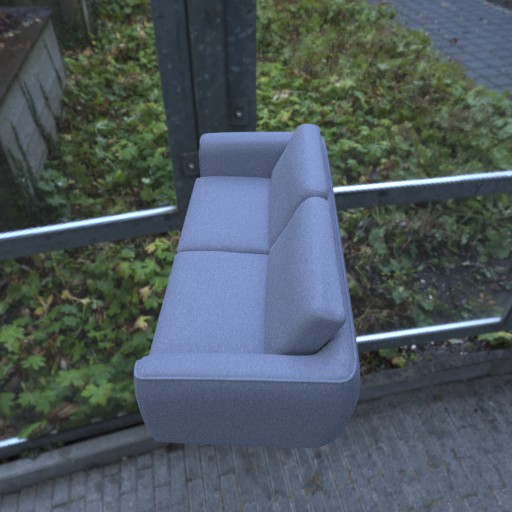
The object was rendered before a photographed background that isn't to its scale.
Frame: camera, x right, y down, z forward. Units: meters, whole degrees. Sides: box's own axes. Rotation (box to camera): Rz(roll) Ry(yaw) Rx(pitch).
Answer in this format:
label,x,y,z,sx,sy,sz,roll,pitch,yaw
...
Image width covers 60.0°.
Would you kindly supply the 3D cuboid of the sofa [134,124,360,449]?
label,x,y,z,sx,sy,sz,roll,pitch,yaw
sofa,0.000,0.000,2.527,0.920,0.870,2.000,2,42,2
